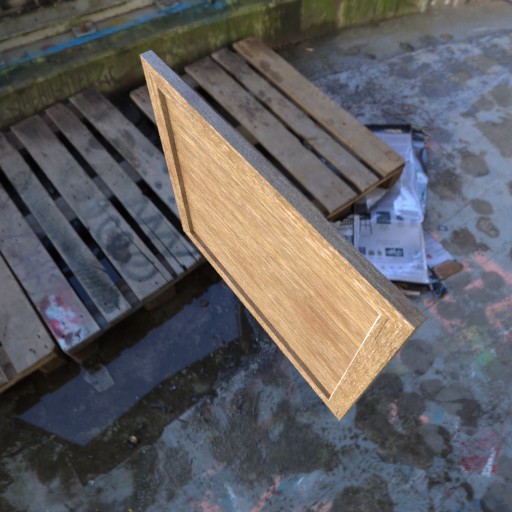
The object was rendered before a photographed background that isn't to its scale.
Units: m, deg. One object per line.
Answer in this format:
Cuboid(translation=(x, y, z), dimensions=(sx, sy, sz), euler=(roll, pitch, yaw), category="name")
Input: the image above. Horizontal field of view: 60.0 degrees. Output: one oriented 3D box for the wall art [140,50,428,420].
Cuboid(translation=(0.000, 0.000, 0.951), dimensions=(0.026, 0.588, 0.690), euler=(-33, 65, -18), category="wall art")
